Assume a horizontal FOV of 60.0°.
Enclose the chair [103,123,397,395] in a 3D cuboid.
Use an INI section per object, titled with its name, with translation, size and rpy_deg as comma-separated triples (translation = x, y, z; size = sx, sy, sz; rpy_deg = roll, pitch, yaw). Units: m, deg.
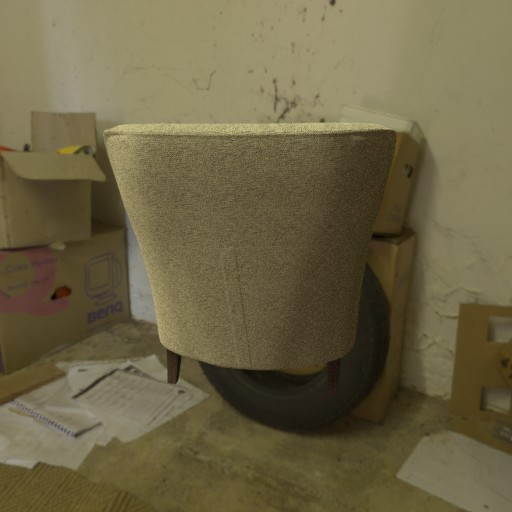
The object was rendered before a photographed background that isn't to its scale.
[chair]
translation = 0.000, 0.000, 1.658
size = 0.820, 0.920, 0.910
rpy_deg = 2, 15, 7
